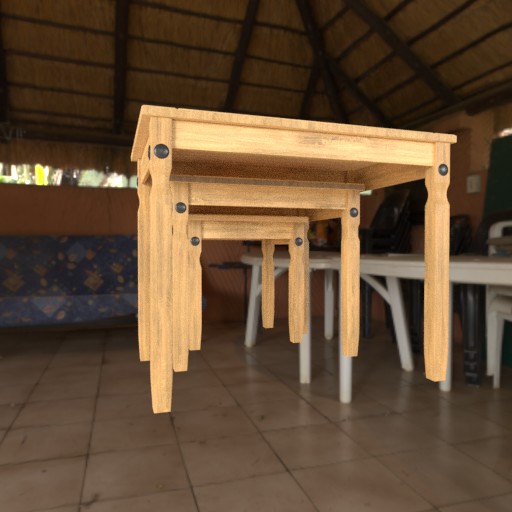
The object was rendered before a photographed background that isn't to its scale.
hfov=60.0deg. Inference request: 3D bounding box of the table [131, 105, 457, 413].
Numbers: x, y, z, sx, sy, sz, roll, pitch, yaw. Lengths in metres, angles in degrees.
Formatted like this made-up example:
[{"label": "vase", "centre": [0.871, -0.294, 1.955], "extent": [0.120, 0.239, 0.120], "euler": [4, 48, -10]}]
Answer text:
[{"label": "table", "centre": [0.000, 0.000, 1.228], "extent": [0.660, 0.535, 0.773], "euler": [0, 1, -18]}]
